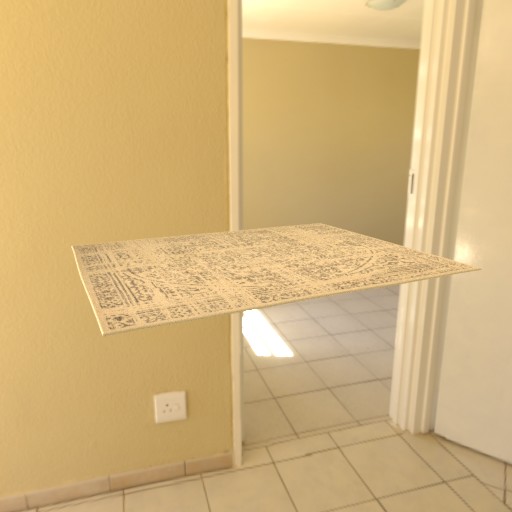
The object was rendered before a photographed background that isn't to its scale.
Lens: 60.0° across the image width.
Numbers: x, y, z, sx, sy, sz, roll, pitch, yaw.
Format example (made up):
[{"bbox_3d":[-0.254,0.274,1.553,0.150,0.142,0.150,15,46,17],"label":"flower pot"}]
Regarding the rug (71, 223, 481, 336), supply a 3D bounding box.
[{"bbox_3d":[0.000,0.000,3.941,2.921,0.032,2.311,-7,16,-25],"label":"rug"}]
